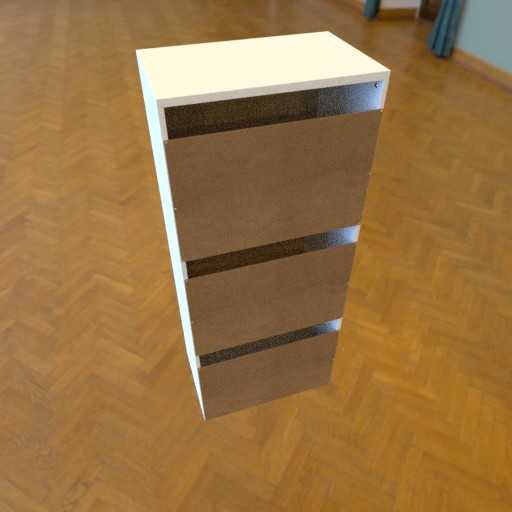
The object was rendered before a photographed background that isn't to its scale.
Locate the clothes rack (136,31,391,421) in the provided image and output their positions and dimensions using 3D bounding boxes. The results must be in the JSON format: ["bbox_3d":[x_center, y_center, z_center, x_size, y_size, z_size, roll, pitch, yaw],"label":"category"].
[{"bbox_3d":[0.000,0.000,1.393,0.500,1.187,0.331,-12,43,-14],"label":"clothes rack"}]
